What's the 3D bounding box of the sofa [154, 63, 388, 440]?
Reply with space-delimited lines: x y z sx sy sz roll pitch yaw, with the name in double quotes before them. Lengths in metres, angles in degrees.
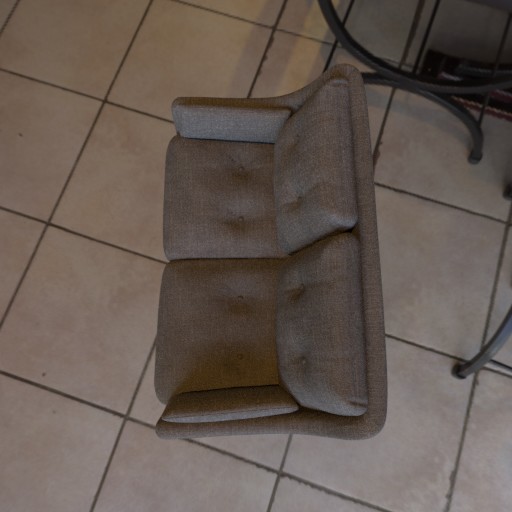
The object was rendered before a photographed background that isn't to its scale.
"sofa" 0.000 0.000 2.165 0.976 0.887 1.646 0 76 0
